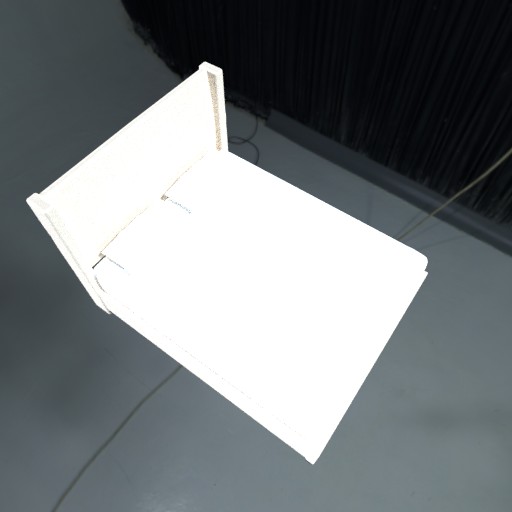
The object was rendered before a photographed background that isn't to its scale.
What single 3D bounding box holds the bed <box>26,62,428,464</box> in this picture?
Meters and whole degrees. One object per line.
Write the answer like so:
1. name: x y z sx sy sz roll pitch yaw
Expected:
1. bed: 0.000 0.000 3.420 2.293 1.471 1.778 31 63 18
